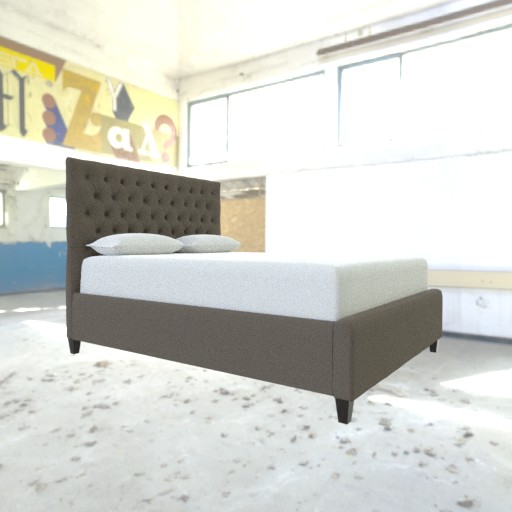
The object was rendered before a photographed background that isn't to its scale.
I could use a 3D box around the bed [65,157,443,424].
[{"bbox_3d":[0.000,0.000,3.252,2.233,1.426,1.696,1,2,36],"label":"bed"}]
